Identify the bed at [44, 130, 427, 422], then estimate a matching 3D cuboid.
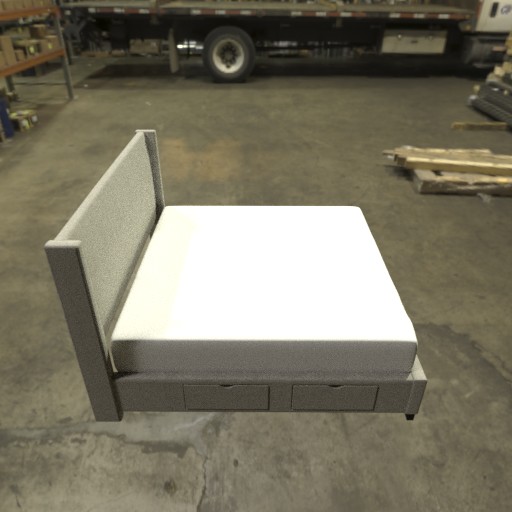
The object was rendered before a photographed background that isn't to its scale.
[{"bbox_3d":[0.000,0.000,3.659,2.280,1.470,2.140,0,32,0],"label":"bed"}]
